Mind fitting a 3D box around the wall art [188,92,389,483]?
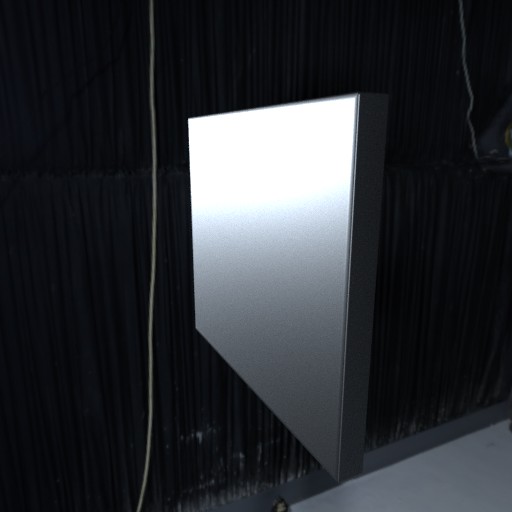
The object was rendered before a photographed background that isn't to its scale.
[{"bbox_3d":[0.000,0.000,0.525,0.028,0.330,0.380,-7,16,-26],"label":"wall art"}]
